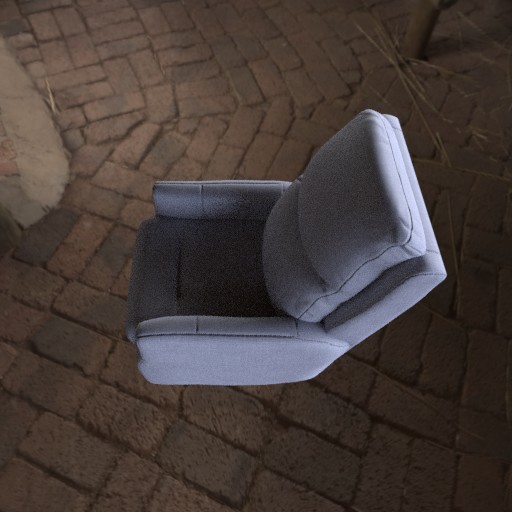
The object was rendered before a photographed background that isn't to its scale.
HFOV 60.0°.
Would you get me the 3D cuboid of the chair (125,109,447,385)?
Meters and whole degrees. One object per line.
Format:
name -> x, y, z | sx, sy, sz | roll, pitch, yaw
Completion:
chair -> 0.000, 0.000, 1.791 | 1.080, 1.030, 0.829 | -2, 57, -1
